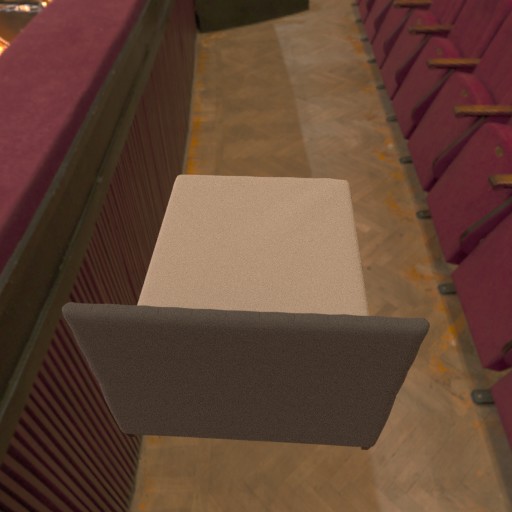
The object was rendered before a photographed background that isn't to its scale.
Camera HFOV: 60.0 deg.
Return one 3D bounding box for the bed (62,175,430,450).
[{"bbox_3d":[0.000,0.000,3.265,1.698,1.427,2.231,2,46,2],"label":"bed"}]
